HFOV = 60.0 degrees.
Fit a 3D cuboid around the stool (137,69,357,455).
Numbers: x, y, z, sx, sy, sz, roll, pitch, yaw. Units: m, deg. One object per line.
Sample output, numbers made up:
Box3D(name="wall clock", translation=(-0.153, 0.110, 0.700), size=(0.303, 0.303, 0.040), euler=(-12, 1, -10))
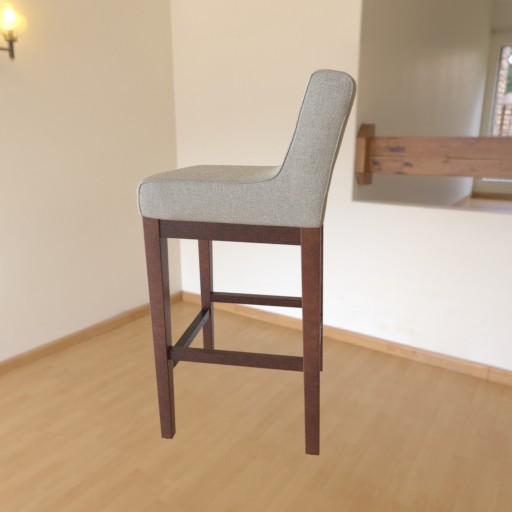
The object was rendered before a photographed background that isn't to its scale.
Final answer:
Box3D(name="stool", translation=(0.000, 0.000, 1.276), size=(0.500, 0.937, 0.511), euler=(2, 15, 9))
